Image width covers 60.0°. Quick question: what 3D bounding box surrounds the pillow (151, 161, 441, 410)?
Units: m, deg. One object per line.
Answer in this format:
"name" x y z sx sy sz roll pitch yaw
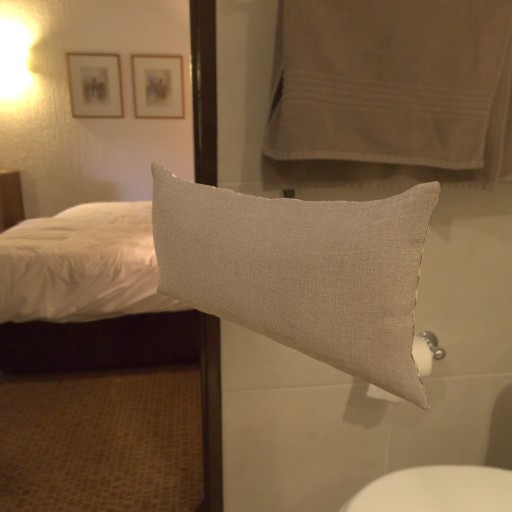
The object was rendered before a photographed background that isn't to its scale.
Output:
"pillow" 0.000 0.000 0.746 0.148 0.290 0.631 -14 21 -43
